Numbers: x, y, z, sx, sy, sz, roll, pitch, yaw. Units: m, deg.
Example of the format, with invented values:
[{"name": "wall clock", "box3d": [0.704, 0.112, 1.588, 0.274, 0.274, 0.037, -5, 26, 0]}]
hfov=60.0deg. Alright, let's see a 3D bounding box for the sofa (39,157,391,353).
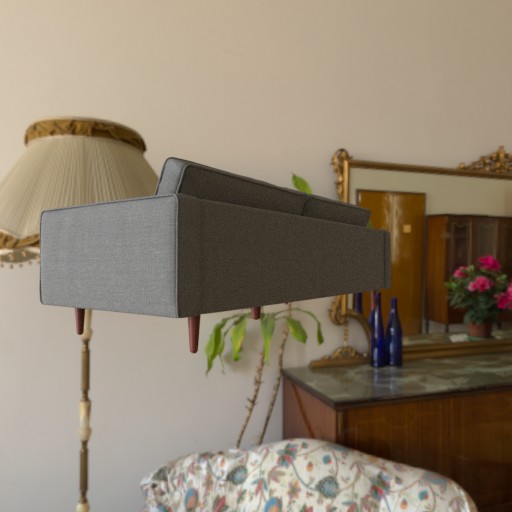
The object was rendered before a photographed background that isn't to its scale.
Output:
[{"name": "sofa", "box3d": [0.000, 0.000, 2.654, 0.914, 0.762, 2.198, -1, -1, 35]}]
